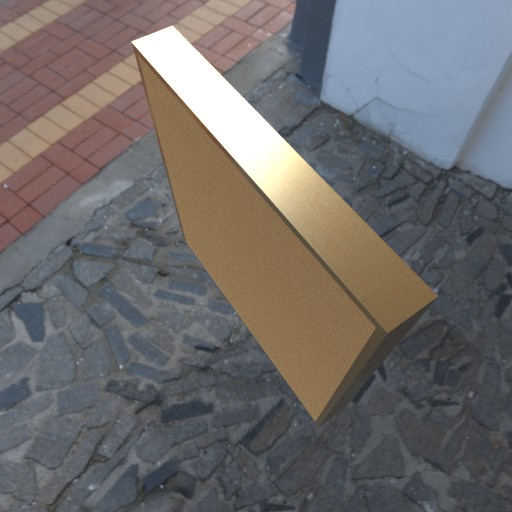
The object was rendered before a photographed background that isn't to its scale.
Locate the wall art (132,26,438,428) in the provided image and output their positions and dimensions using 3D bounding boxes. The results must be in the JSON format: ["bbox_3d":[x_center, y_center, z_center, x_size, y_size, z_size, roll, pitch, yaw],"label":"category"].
[{"bbox_3d":[0.000,0.000,0.437,0.038,0.304,0.304,-31,64,-17],"label":"wall art"}]
